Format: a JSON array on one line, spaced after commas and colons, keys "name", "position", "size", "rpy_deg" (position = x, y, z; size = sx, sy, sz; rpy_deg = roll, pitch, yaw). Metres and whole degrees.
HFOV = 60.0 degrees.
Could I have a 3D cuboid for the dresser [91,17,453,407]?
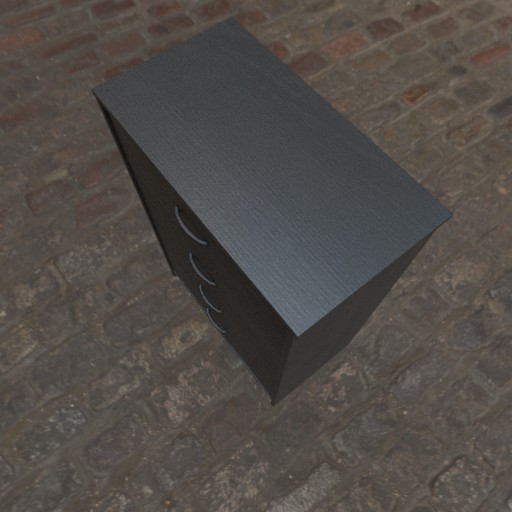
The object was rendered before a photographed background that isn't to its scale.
[{"name": "dresser", "position": [0.000, 0.000, 1.359], "size": [0.398, 1.020, 0.700], "rpy_deg": [-35, 70, -15]}]
